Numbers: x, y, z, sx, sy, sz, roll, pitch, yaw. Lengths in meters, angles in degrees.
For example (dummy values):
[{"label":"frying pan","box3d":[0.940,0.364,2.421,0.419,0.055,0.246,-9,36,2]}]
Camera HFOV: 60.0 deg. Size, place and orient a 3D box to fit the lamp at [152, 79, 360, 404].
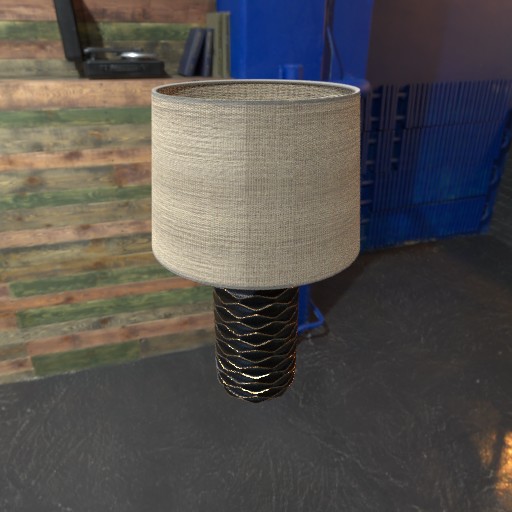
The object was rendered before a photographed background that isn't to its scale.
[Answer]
[{"label":"lamp","box3d":[0.000,0.000,0.834,0.376,0.594,0.376,0,26,0]}]
